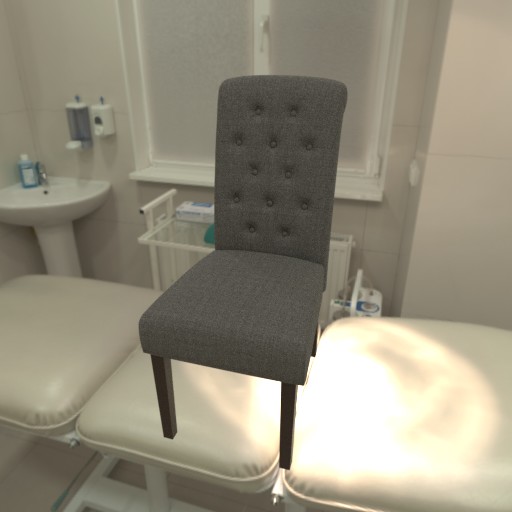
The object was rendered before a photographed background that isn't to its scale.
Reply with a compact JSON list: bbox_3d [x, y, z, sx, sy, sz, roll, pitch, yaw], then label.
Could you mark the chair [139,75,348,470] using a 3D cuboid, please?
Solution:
[{"bbox_3d":[0.000,0.000,1.374,0.456,1.006,0.671,8,27,15],"label":"chair"}]
